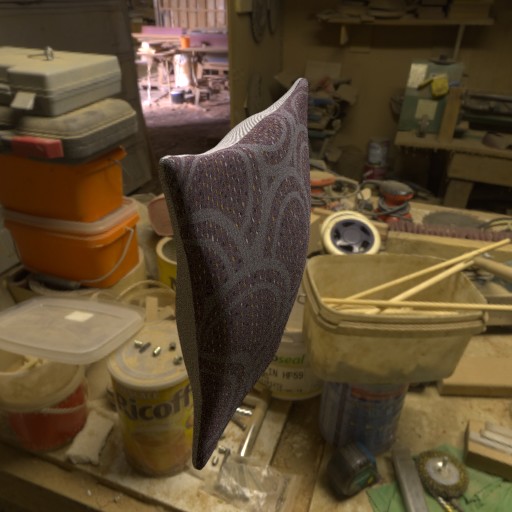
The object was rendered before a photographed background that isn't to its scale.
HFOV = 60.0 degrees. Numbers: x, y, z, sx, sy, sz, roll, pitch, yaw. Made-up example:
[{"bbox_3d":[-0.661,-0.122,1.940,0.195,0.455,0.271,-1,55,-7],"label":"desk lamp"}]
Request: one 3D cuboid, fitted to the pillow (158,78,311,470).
[{"bbox_3d":[0.000,0.000,0.778,0.163,0.513,0.514,11,33,18],"label":"pillow"}]
